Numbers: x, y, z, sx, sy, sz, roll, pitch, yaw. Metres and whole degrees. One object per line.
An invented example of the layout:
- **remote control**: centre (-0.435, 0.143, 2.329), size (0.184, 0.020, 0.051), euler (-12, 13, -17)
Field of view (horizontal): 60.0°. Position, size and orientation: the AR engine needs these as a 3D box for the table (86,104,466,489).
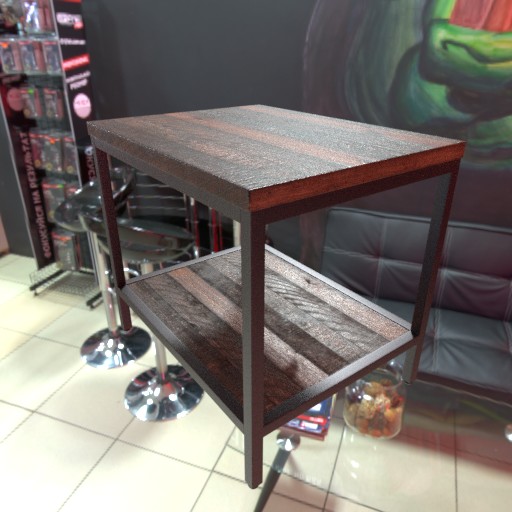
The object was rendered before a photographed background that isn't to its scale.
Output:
- **table**: centre (0.000, 0.000, 1.105), size (0.524, 0.612, 0.678), euler (-18, 31, -32)
